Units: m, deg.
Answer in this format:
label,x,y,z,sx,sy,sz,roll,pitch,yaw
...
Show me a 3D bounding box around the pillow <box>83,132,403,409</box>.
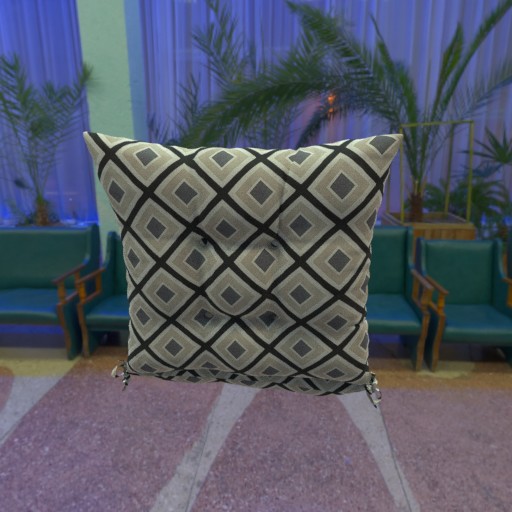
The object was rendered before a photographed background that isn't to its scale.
label,x,y,z,sx,sy,sz,roll,pitch,yaw
pillow,0.000,0.000,0.993,0.541,0.536,0.585,2,16,6
